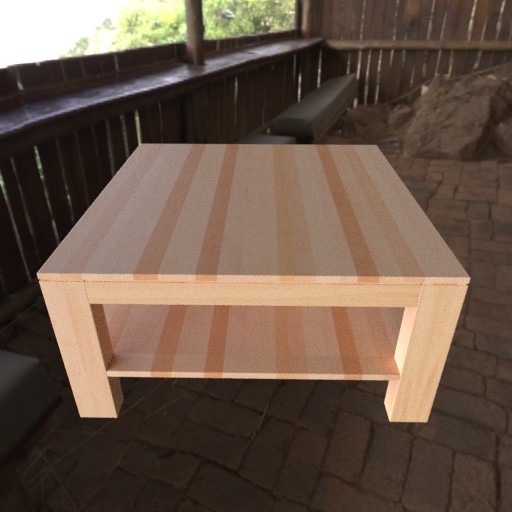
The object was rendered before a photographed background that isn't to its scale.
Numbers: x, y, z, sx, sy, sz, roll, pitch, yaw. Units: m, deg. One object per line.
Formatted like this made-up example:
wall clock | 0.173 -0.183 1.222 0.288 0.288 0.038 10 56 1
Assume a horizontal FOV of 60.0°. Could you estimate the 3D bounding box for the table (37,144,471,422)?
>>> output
table | 0.000 0.000 1.419 0.900 0.450 0.900 1 31 1
